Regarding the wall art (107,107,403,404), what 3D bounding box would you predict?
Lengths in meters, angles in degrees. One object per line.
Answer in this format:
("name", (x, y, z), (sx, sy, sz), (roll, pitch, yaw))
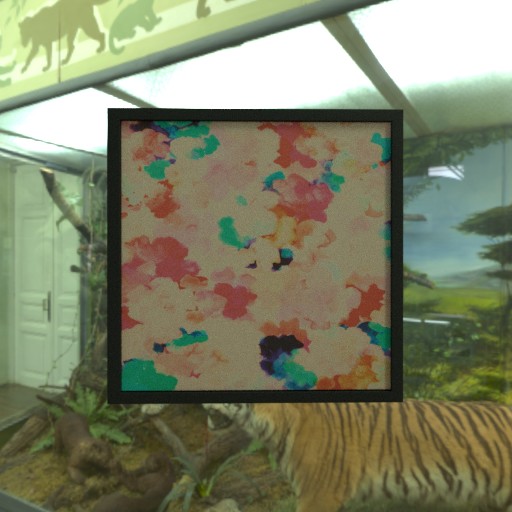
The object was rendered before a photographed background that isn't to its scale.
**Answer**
("wall art", (0.000, 0.000, 0.465), (0.306, 0.304, 0.015), (0, 0, -1))
